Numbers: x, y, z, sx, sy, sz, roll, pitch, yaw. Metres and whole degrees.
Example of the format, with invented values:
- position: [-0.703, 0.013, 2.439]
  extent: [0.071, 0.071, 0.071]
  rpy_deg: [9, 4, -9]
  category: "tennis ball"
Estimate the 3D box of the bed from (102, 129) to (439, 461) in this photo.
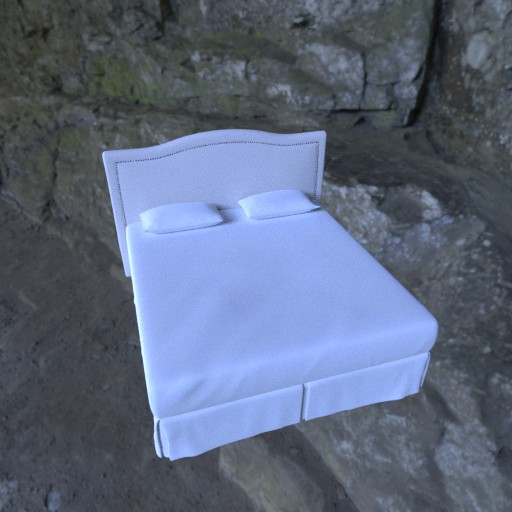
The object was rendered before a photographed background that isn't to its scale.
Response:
- position: [0.000, 0.000, 3.501]
  extent: [2.083, 1.421, 2.182]
  rpy_deg: [-9, 33, -15]
  category: "bed"
